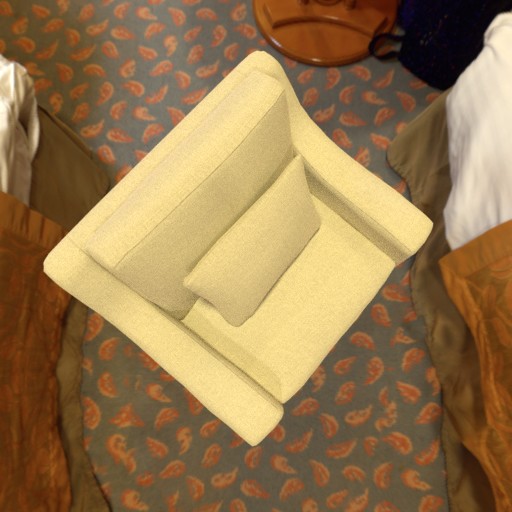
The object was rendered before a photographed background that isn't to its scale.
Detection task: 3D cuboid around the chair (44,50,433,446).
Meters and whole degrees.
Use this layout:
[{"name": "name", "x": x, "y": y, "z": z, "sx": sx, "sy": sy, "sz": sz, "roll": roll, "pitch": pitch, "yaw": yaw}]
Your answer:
[{"name": "chair", "x": 0.000, "y": 0.000, "z": 1.890, "sx": 1.009, "sy": 1.016, "sz": 1.178, "roll": 40, "pitch": 80, "yaw": 9}]
